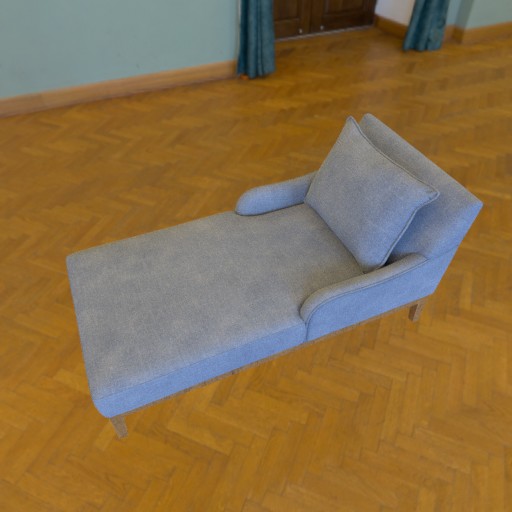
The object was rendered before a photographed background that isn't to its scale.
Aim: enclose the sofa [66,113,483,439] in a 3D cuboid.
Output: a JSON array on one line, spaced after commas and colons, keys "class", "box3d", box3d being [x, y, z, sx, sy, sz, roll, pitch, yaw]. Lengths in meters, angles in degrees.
[{"class": "sofa", "box3d": [0.000, 0.000, 2.218, 1.779, 0.883, 0.904, -17, 48, -16]}]
